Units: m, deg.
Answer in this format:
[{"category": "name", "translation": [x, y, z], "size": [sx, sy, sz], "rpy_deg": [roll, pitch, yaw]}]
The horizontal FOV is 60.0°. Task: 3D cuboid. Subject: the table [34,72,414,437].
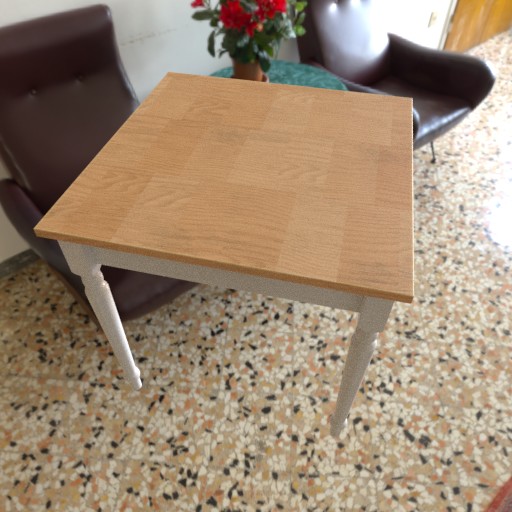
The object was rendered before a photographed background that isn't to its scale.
[{"category": "table", "translation": [0.000, 0.000, 1.351], "size": [0.747, 0.738, 0.747], "rpy_deg": [10, 47, 9]}]
